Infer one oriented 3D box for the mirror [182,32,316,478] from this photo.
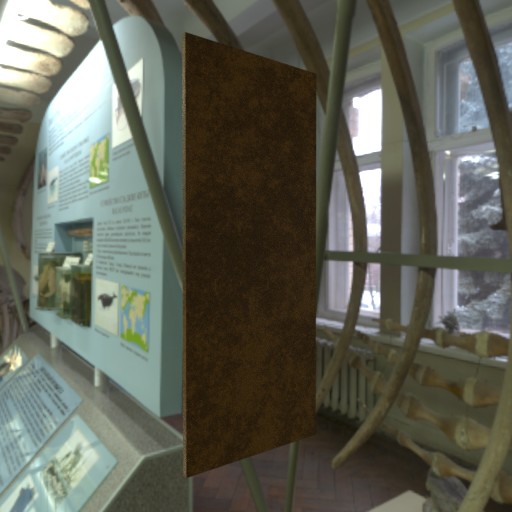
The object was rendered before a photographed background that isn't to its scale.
[{"bbox_3d":[0.000,0.000,2.268,0.812,2.031,0.032,-1,1,-36],"label":"mirror"}]
